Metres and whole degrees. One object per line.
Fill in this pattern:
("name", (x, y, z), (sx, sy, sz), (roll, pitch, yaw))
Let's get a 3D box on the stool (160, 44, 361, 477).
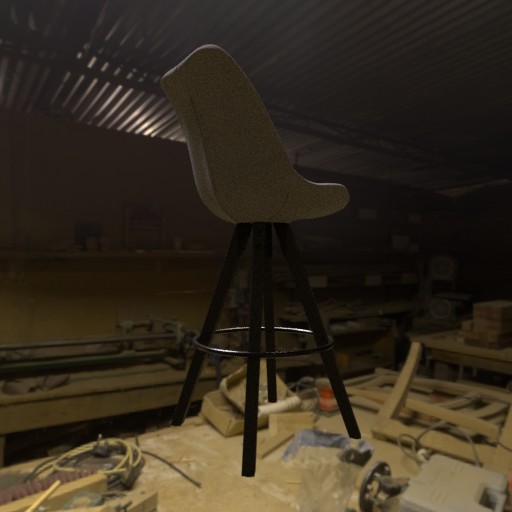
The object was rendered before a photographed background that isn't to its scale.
("stool", (0.000, 0.000, 1.404), (0.550, 1.115, 0.485), (0, 0, -36))
